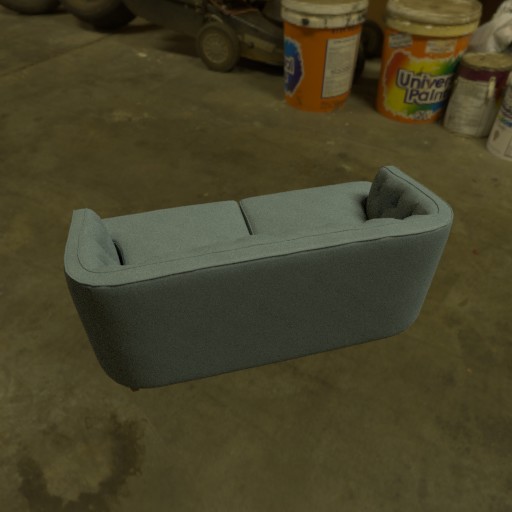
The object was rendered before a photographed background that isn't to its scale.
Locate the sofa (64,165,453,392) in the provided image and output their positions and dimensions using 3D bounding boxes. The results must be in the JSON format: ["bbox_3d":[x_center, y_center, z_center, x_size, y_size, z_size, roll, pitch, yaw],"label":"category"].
[{"bbox_3d":[0.000,0.000,2.309,1.733,0.855,0.941,-10,43,-10],"label":"sofa"}]
